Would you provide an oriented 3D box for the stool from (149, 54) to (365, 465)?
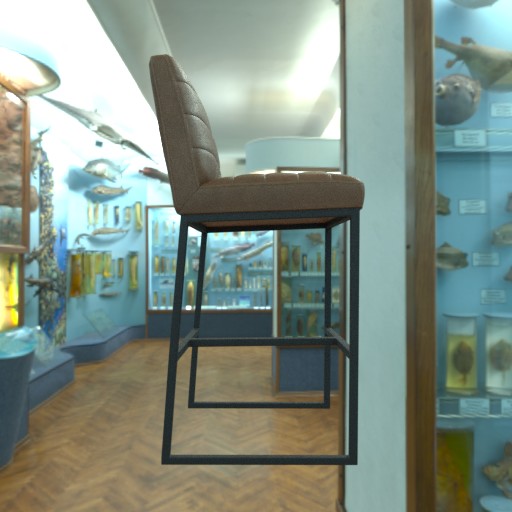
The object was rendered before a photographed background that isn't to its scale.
[{"bbox_3d":[0.000,0.000,1.322,0.556,1.040,0.458,0,-1,0],"label":"stool"}]
